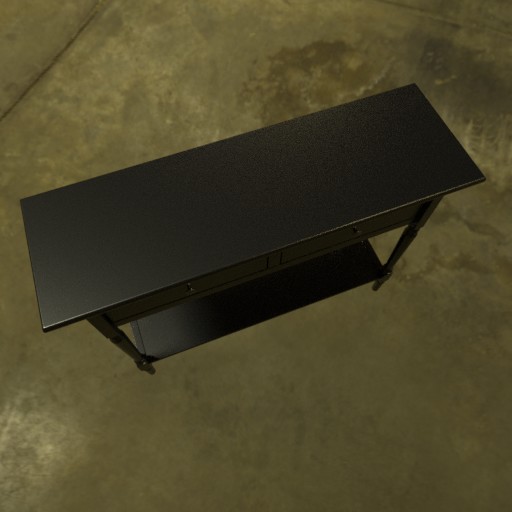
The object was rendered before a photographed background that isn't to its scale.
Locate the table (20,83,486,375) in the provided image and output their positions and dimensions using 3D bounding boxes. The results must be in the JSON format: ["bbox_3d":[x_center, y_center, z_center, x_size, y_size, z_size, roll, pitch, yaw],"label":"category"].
[{"bbox_3d":[0.000,0.000,1.546,1.191,0.819,0.386,-19,65,-9],"label":"table"}]
